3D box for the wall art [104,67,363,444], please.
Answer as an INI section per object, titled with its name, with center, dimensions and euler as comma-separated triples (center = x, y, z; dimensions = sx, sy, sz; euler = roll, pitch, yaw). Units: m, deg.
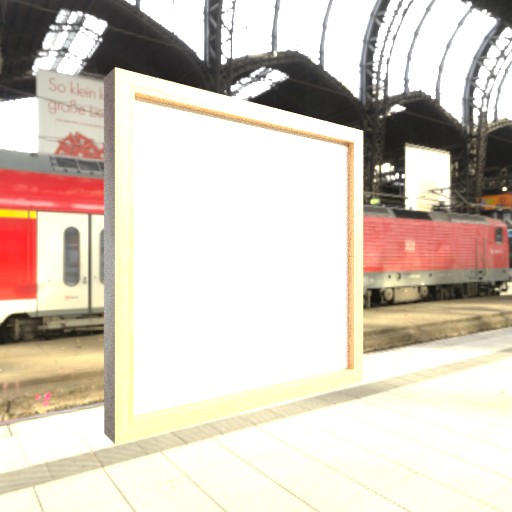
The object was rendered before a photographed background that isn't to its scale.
[wall art]
center = 0.000, 0.000, 0.458
dimensions = 0.303, 0.303, 0.028
euler = 0, 0, -37
